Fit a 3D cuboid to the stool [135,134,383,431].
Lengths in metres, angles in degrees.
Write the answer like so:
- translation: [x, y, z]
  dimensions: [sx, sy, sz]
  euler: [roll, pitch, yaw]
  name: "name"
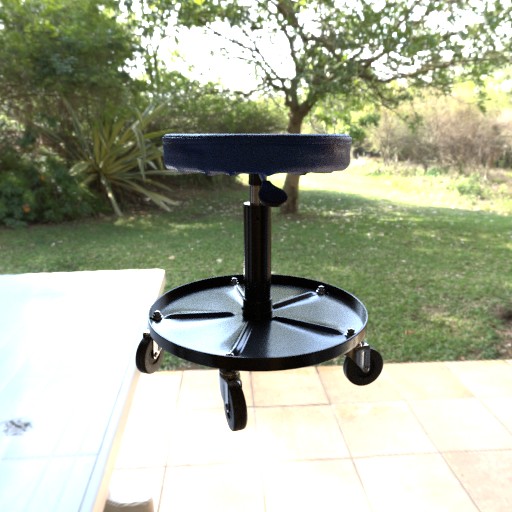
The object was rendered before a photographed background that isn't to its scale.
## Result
- translation: [0.000, 0.000, 0.687]
  dimensions: [0.381, 0.365, 0.382]
  euler: [-3, 16, -10]
  name: "stool"
